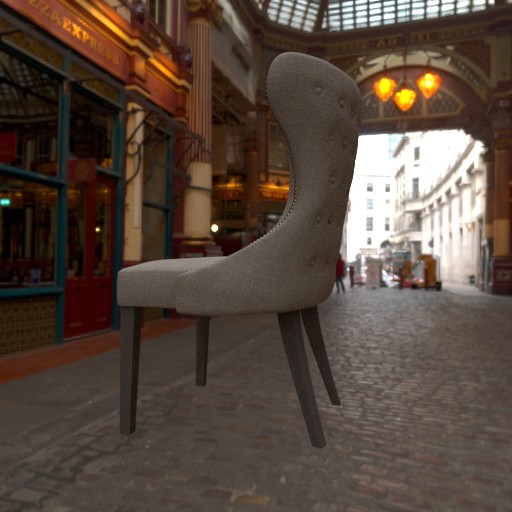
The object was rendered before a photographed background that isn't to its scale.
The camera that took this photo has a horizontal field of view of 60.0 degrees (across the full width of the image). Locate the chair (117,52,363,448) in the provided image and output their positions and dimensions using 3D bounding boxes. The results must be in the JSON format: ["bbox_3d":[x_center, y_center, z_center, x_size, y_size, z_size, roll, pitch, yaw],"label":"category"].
[{"bbox_3d":[0.000,0.000,1.359,0.635,0.967,0.628,0,-1,17],"label":"chair"}]
